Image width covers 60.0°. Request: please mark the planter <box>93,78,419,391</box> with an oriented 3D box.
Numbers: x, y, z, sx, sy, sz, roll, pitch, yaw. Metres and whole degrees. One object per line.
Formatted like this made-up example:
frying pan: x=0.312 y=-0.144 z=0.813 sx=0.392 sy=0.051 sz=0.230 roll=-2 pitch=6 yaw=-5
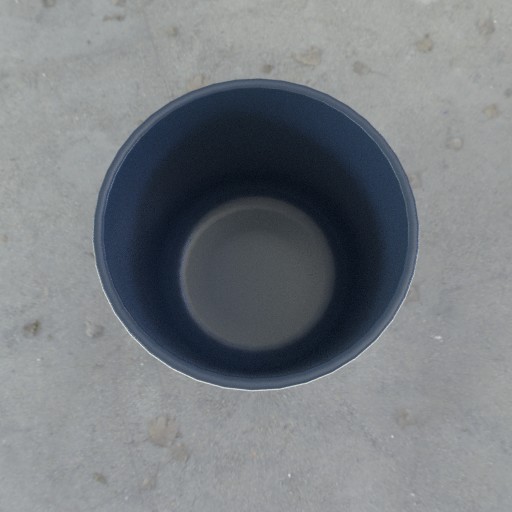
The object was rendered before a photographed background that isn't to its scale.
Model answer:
planter: x=0.000 y=0.000 z=0.399 sx=0.224 sy=0.203 sz=0.224 roll=0 pitch=76 yaw=0
